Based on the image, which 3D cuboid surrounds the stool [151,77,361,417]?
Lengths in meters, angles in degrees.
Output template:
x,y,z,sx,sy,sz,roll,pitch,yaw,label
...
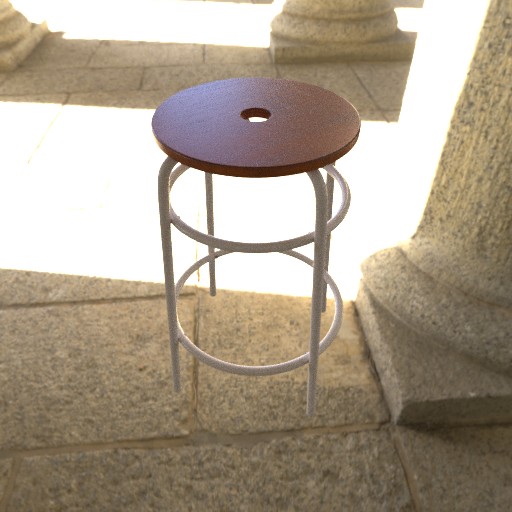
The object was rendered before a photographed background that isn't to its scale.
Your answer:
x,y,z,sx,sy,sz,roll,pitch,yaw,label
0.000,0.000,0.917,0.455,0.610,0.455,-24,47,-25,stool
